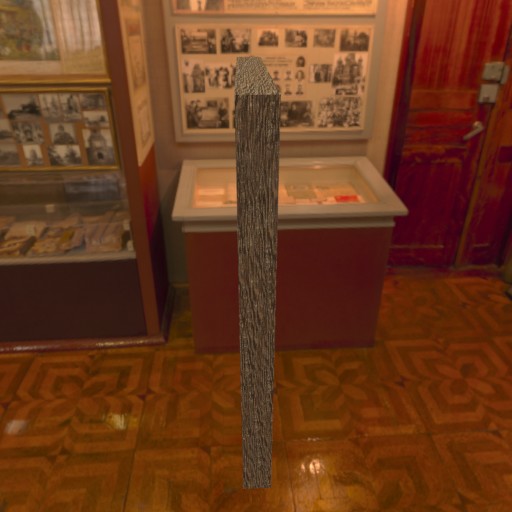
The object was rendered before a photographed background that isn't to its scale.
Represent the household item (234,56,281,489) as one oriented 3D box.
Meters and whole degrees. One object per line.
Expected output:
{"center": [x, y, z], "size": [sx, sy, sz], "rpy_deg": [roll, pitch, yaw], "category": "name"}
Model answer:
{"center": [0.000, 0.000, 0.270], "size": [0.020, 0.210, 0.160], "rpy_deg": [-1, 28, -2], "category": "household item"}
